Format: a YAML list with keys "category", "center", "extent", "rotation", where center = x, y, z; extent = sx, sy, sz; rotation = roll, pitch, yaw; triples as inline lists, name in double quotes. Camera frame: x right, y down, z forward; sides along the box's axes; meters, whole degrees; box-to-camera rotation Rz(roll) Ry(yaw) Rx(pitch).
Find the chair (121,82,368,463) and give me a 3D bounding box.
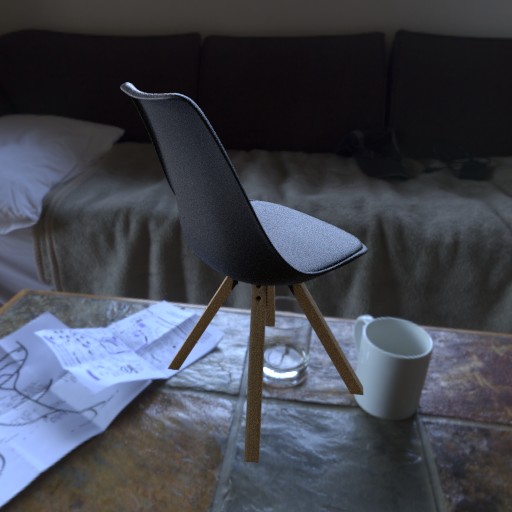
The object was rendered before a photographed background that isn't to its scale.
- category: "chair"
  center: [0.000, 0.000, 1.144]
  extent: [0.549, 0.850, 0.485]
  rotation: [-19, 32, -32]
